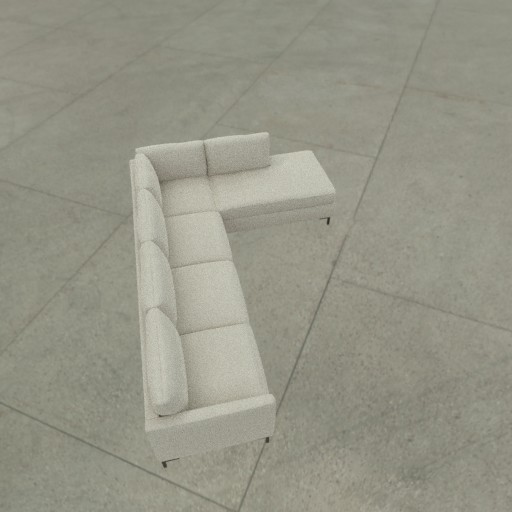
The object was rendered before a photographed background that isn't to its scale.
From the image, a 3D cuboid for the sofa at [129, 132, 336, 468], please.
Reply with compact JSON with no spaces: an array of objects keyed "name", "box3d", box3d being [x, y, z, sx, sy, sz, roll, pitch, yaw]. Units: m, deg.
[{"name":"sofa","box3d":[0.000,0.000,3.865,2.007,0.815,2.949,-9,47,-9]}]
